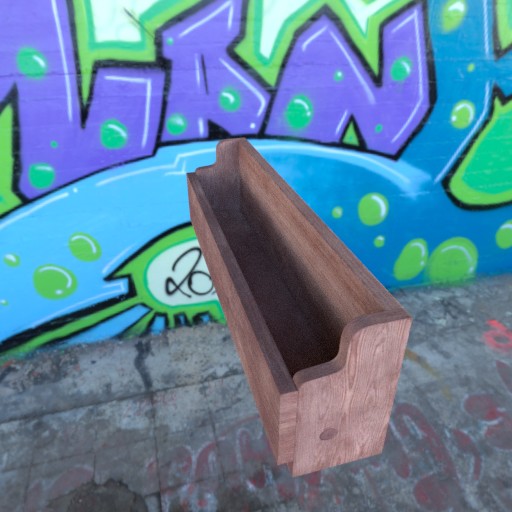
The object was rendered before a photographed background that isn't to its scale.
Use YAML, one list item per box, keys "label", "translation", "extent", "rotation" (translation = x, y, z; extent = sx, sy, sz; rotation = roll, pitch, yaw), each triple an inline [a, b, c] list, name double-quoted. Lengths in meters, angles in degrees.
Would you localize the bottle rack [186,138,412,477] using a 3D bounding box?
- label: "bottle rack"
  translation: [0.000, 0.000, 0.692]
  extent: [0.126, 0.196, 0.608]
  rotation: [-8, 32, -14]
